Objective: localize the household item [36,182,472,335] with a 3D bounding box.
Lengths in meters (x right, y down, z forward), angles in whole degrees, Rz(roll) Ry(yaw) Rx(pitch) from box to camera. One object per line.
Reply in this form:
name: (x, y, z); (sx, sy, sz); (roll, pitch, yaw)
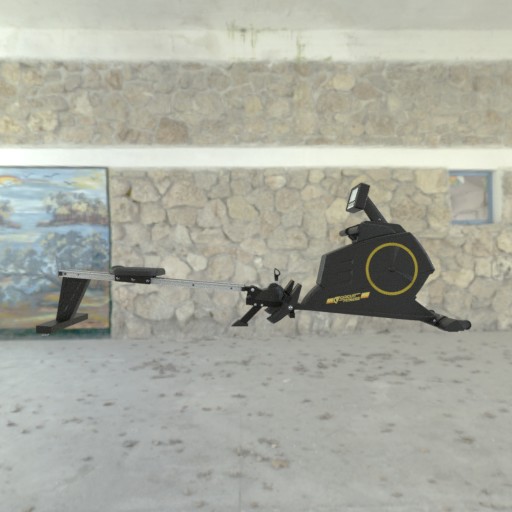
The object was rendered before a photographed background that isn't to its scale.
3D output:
household item: (0.000, 0.000, 2.536); (2.251, 0.810, 0.521); (0, 0, -1)
